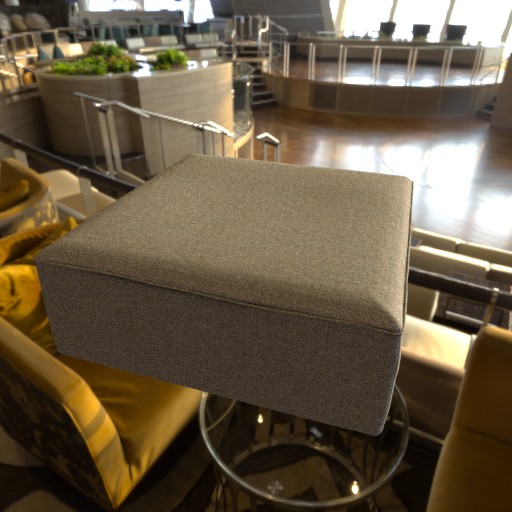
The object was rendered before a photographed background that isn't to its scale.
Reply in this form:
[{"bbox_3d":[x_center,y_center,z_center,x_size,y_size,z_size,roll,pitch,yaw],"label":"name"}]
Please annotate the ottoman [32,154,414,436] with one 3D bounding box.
[{"bbox_3d":[0.000,0.000,1.583,1.023,0.423,1.017,10,31,16],"label":"ottoman"}]
